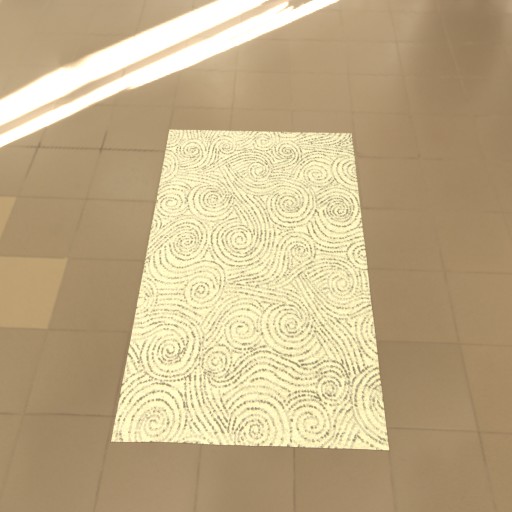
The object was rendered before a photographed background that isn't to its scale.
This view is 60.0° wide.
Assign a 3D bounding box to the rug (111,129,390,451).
[{"bbox_3d":[0.000,0.000,3.054,1.524,0.005,2.439,1,58,1],"label":"rug"}]
